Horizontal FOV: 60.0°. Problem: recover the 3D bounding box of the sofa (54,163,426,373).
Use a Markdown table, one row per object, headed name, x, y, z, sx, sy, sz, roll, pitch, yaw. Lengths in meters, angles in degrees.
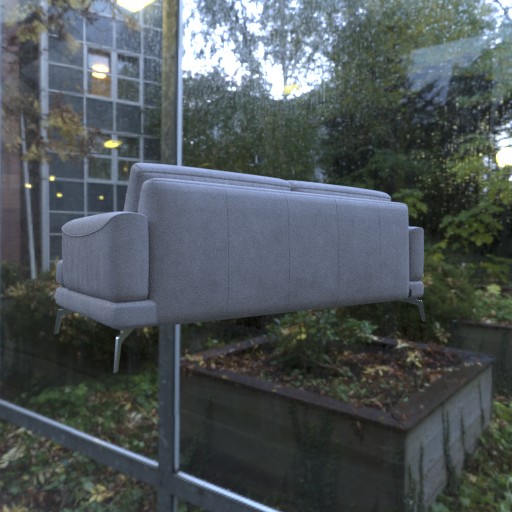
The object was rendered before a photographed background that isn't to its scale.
| name | x | y | z | sx | sy | sz | roll | pitch | yaw |
| --- | --- | --- | --- | --- | --- | --- | --- | --- | --- |
| sofa | 0.000 | 0.000 | 2.584 | 2.013 | 0.830 | 0.980 | -1 | 1 | -37 |
